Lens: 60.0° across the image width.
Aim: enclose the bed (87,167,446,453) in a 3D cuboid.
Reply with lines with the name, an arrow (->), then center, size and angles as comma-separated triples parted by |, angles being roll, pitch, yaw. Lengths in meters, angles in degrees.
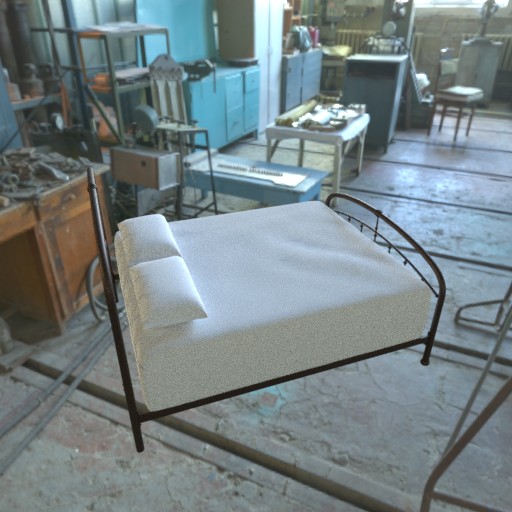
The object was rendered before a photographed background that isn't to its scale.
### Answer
bed -> 0.000, 0.000, 3.351 | 2.180, 1.425, 1.711 | -10, 31, -18
